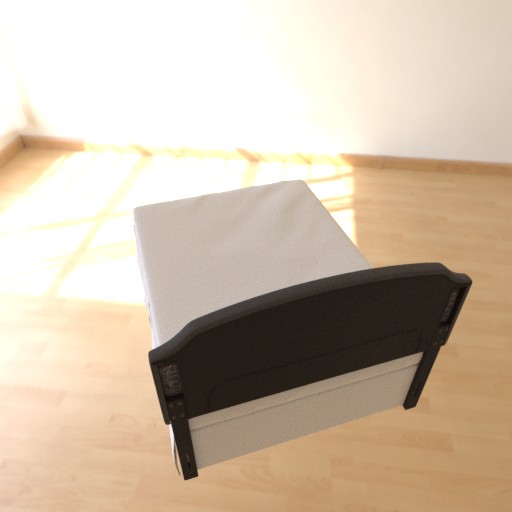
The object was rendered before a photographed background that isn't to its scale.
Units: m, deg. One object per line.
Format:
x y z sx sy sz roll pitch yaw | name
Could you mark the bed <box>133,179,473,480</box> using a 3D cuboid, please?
0.000 0.000 2.925 1.558 1.270 1.999 -12 41 -14 | bed
